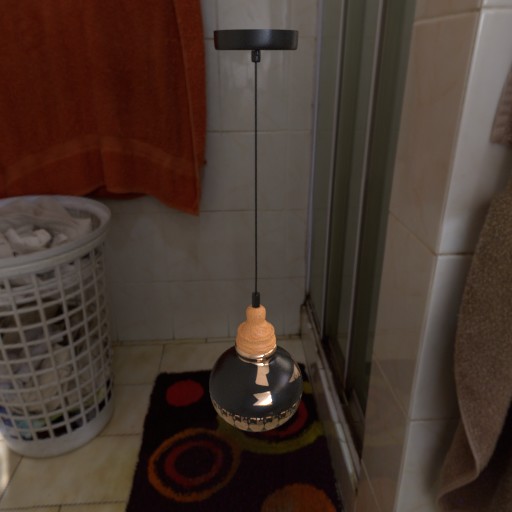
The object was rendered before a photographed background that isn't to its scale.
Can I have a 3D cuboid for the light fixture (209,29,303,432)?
[{"bbox_3d":[0.000,0.000,1.774,0.430,1.606,0.430,0,25,-1],"label":"light fixture"}]
